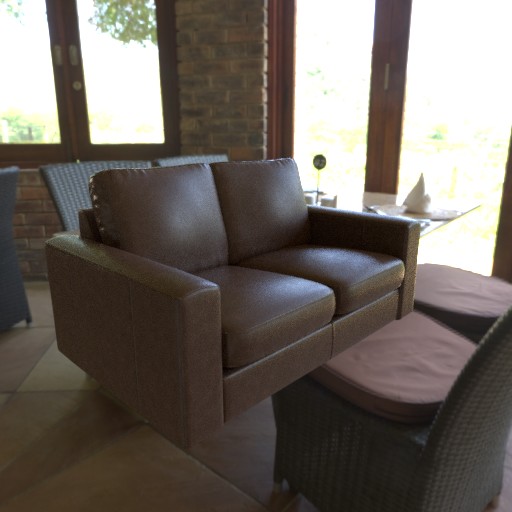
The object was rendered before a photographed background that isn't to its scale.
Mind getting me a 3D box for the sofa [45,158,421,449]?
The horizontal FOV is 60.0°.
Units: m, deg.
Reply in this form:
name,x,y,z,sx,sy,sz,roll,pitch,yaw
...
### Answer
name,x,y,z,sx,sy,sz,roll,pitch,yaw
sofa,0.000,0.000,2.172,1.016,0.873,1.616,14,21,42
